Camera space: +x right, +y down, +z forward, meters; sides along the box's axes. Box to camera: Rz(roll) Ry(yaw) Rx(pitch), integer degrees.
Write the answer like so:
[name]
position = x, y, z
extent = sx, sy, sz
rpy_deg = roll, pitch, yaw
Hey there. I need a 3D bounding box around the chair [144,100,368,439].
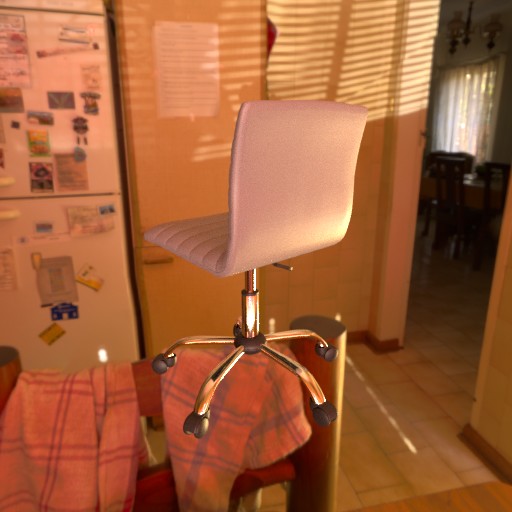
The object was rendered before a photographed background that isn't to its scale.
[chair]
position = 0.000, 0.000, 1.151
extent = 0.569, 0.750, 0.542
rpy_deg = -15, 22, -42
